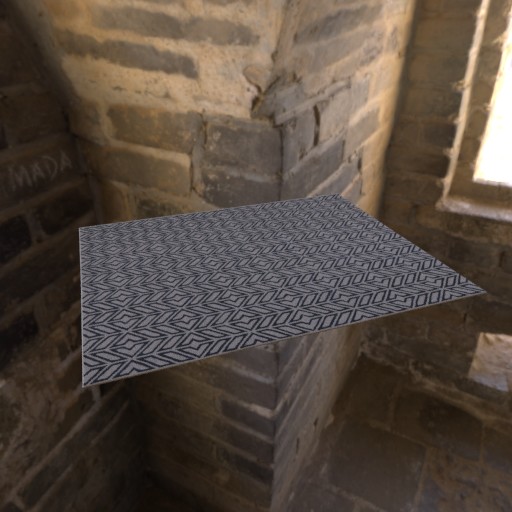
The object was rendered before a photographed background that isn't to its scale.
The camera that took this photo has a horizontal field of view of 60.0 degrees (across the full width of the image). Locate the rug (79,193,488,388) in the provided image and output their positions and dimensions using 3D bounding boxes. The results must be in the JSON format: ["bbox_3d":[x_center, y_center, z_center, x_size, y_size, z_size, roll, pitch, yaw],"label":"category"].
[{"bbox_3d":[0.000,0.000,4.072,3.045,0.008,2.421,-10,30,-17],"label":"rug"}]
